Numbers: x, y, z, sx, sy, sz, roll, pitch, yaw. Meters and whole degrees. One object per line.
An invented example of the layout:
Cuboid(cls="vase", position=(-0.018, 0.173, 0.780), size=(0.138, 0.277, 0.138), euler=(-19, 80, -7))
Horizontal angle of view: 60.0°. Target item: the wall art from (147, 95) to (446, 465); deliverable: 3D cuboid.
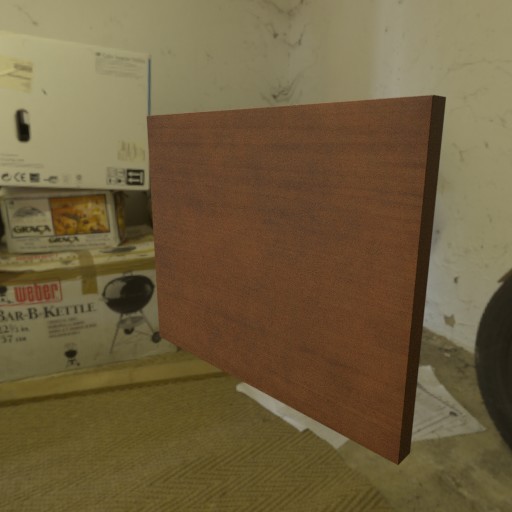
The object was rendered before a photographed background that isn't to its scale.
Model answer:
Cuboid(cls="wall art", position=(0.000, 0.000, 0.724), size=(0.558, 0.457, 0.033), euler=(14, 20, 43))
